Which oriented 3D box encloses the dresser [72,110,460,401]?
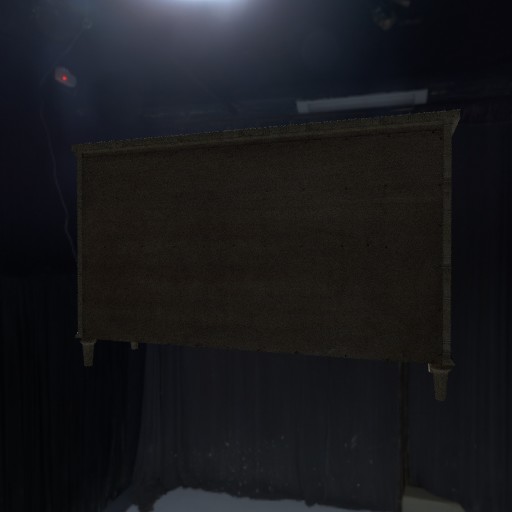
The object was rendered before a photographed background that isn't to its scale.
[{"bbox_3d":[0.000,0.000,1.997,1.626,1.016,0.457,0,1,18],"label":"dresser"}]
